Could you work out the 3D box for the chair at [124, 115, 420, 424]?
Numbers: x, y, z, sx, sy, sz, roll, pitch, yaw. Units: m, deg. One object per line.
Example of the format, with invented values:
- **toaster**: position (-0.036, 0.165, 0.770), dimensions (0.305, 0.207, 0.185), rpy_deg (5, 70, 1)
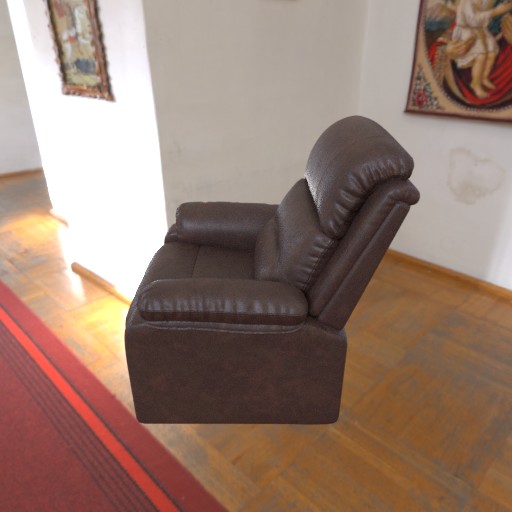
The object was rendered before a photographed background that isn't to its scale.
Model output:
- **chair**: position (0.000, 0.000, 1.681), dimensions (0.919, 0.992, 0.855), rpy_deg (0, 27, 0)
